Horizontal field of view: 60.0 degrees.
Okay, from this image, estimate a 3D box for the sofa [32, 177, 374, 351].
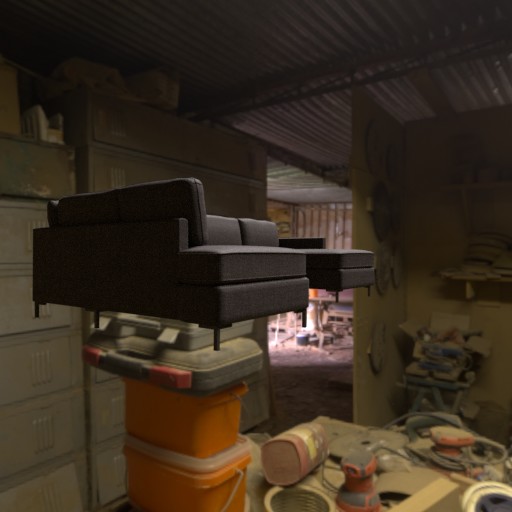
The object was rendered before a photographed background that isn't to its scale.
[{"bbox_3d":[0.000,0.000,4.331,2.048,0.999,3.423,0,0,37],"label":"sofa"}]
